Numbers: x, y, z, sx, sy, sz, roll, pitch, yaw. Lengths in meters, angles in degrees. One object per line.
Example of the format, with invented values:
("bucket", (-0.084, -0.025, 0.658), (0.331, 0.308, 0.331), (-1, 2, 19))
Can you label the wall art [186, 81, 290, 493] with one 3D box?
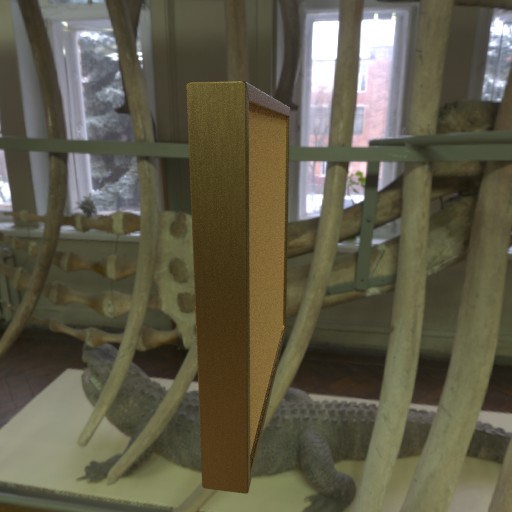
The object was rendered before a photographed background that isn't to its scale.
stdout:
("wall art", (0.000, 0.000, 0.456), (0.037, 0.305, 0.305), (3, 16, 9))
